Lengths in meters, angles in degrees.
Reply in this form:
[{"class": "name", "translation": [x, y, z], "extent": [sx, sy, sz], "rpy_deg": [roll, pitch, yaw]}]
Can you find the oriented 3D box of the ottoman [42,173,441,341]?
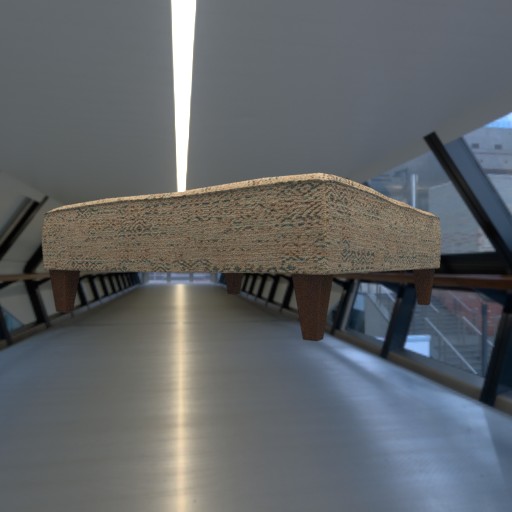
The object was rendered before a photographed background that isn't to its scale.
[{"class": "ottoman", "translation": [0.000, 0.000, 1.522], "extent": [1.004, 0.356, 0.968], "rpy_deg": [0, -1, 35]}]
